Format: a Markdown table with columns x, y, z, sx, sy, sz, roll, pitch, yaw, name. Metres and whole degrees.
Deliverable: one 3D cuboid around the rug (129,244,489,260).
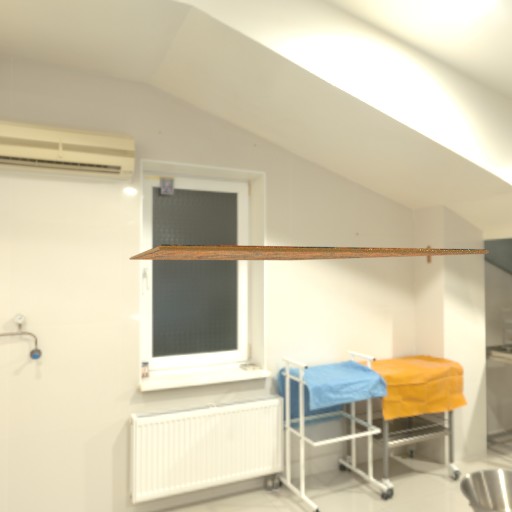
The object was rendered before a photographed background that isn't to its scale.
| x | y | z | sx | sy | sz | roll | pitch | yaw | name |
| --- | --- | --- | --- | --- | --- | --- | --- | --- | --- |
| 0.000 | 0.000 | 1.081 | 0.557 | 0.008 | 0.863 | 0 | -1 | -18 | rug |
